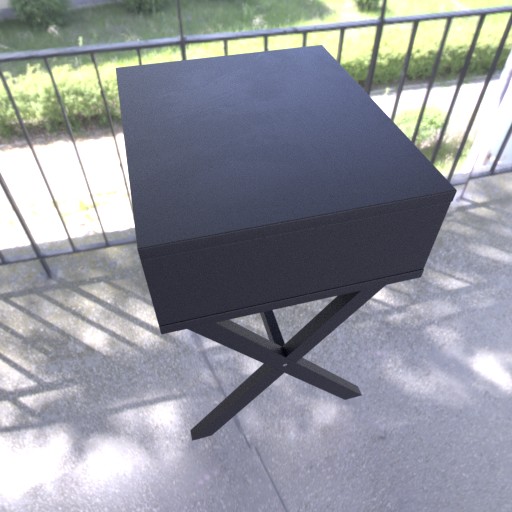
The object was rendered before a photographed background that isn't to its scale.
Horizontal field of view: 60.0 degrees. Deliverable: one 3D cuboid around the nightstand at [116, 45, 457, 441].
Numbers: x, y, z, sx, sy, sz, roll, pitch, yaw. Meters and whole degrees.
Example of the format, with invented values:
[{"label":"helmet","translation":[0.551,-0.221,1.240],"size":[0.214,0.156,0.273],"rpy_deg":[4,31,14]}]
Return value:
[{"label":"nightstand","translation":[0.000,0.000,0.912],"size":[0.402,0.623,0.479],"rpy_deg":[-11,48,-10]}]
